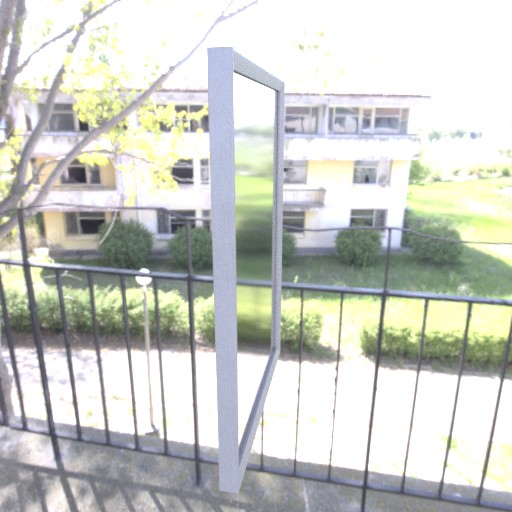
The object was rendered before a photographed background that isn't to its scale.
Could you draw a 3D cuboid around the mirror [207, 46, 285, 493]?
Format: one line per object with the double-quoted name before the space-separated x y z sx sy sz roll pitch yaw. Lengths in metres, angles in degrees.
"mirror" 0.000 0.000 0.909 0.039 0.710 0.507 3 17 11
